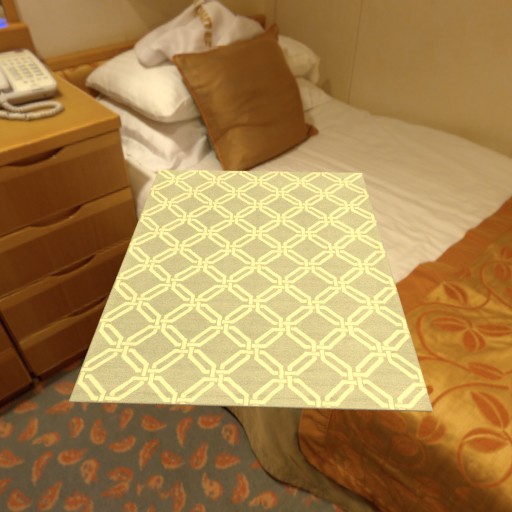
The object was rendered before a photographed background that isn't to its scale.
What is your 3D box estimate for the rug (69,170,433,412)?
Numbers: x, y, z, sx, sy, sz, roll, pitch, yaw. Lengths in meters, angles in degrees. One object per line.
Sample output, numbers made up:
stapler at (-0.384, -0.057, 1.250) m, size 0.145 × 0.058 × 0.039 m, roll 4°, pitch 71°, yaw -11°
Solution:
rug at (0.000, 0.000, 3.871) m, size 2.288 × 0.018 × 2.895 m, roll 1°, pitch 41°, yaw 1°
